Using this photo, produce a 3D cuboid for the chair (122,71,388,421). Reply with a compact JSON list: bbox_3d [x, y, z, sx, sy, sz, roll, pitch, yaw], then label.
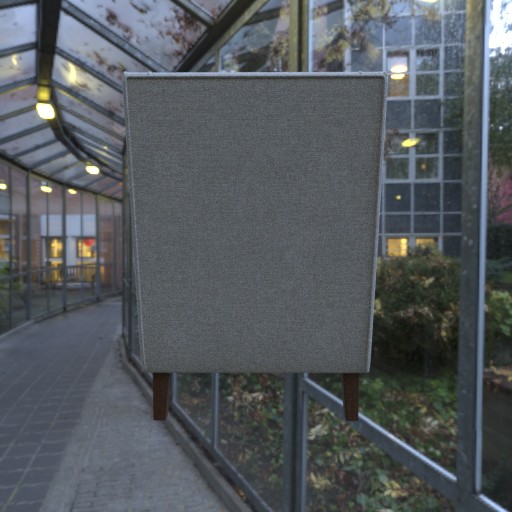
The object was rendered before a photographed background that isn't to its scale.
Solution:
[{"bbox_3d":[0.000,0.000,1.725,0.764,1.082,0.948,0,1,0],"label":"chair"}]
